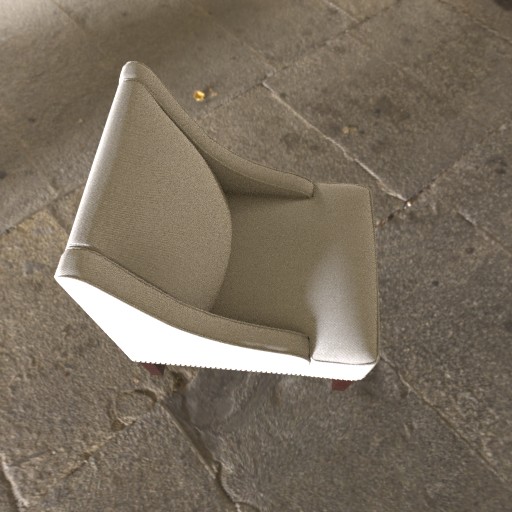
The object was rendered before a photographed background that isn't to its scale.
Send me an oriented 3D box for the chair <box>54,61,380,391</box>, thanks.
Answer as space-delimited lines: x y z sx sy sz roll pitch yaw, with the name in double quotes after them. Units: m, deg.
0.000 0.000 1.357 0.748 0.872 0.628 4 62 2 "chair"
